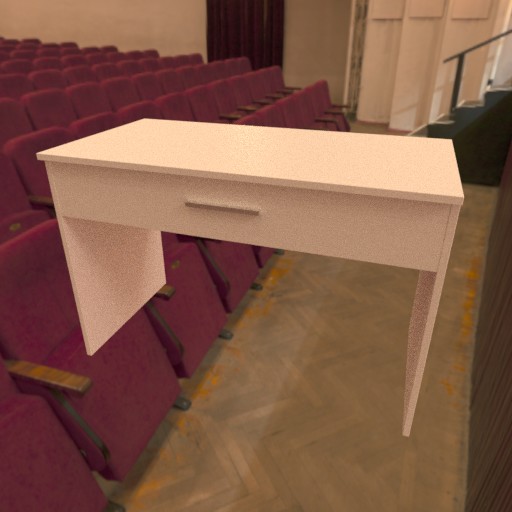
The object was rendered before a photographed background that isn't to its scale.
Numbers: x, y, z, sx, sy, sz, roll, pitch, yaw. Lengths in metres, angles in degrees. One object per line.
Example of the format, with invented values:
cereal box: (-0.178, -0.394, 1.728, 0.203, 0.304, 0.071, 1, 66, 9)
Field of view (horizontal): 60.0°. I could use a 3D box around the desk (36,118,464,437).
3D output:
desk: (0.000, 0.000, 1.474, 1.100, 0.730, 0.560, 9, 29, 17)
